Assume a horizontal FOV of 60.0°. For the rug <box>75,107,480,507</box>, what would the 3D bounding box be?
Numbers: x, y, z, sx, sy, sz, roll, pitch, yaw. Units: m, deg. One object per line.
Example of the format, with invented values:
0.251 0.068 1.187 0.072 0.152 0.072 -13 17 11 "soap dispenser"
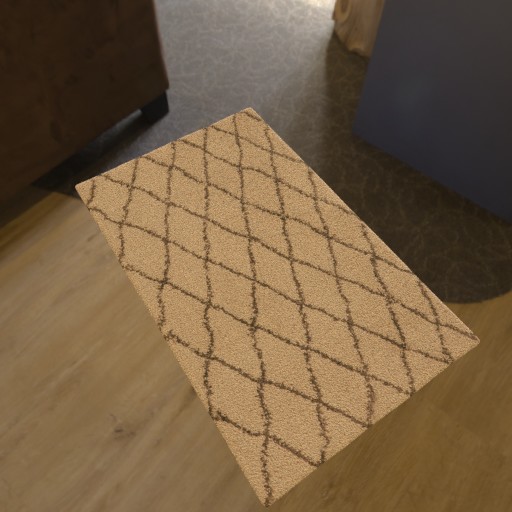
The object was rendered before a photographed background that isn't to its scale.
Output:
0.000 0.000 2.892 1.524 0.030 2.438 -30 63 -17 "rug"
